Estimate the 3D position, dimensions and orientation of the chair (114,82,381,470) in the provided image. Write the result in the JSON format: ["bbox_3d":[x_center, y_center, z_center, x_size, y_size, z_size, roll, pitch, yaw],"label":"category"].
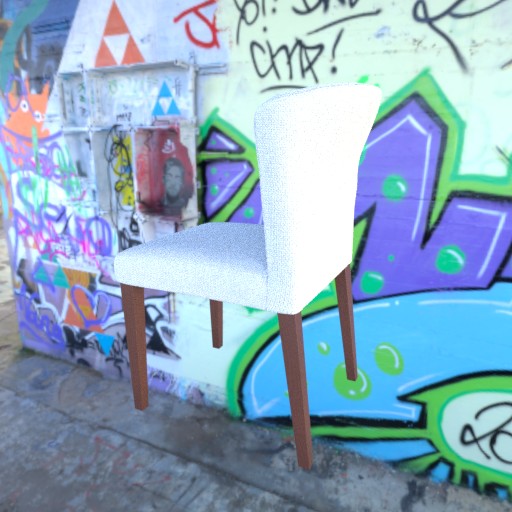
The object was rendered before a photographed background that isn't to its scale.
[{"bbox_3d":[0.000,0.000,1.188,0.589,0.839,0.491,8,17,25],"label":"chair"}]
